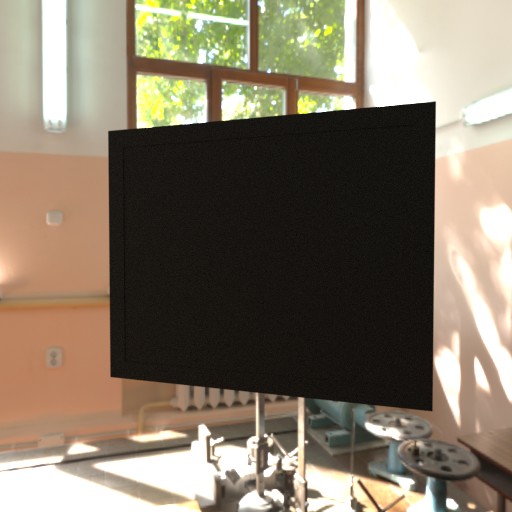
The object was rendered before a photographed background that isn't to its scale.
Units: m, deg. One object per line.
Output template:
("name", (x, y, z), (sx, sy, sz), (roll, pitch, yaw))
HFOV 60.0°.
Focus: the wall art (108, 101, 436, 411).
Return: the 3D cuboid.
("wall art", (0.000, 0.000, 0.542), (0.404, 0.329, 0.024), (0, 2, 18))
